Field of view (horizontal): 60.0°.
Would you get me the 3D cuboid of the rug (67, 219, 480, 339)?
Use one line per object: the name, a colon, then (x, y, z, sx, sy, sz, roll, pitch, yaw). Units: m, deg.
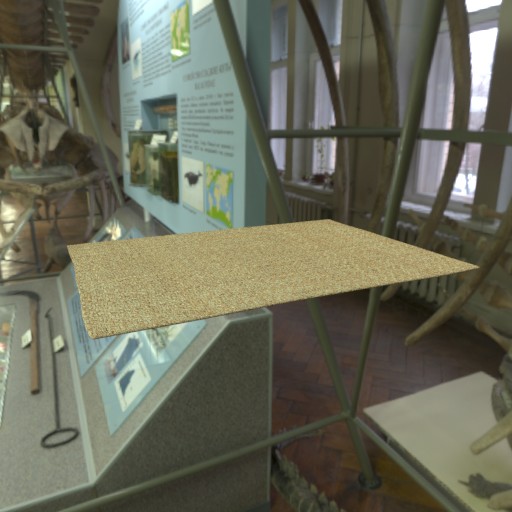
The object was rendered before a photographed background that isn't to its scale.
rug: (0.000, 0.000, 2.792, 2.141, 0.013, 1.566, -8, 18, -24)
